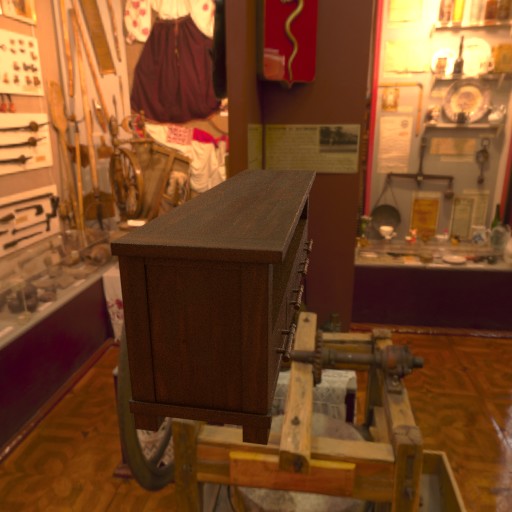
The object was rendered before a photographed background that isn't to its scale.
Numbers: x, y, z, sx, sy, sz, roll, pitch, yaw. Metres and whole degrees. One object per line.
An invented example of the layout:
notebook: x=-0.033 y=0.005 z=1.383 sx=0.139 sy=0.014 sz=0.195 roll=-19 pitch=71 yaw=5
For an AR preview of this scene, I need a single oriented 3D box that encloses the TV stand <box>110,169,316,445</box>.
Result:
TV stand: x=0.000 y=0.000 z=2.107 sx=0.471 sy=0.615 sz=1.866 roll=3 pitch=17 yaw=9
